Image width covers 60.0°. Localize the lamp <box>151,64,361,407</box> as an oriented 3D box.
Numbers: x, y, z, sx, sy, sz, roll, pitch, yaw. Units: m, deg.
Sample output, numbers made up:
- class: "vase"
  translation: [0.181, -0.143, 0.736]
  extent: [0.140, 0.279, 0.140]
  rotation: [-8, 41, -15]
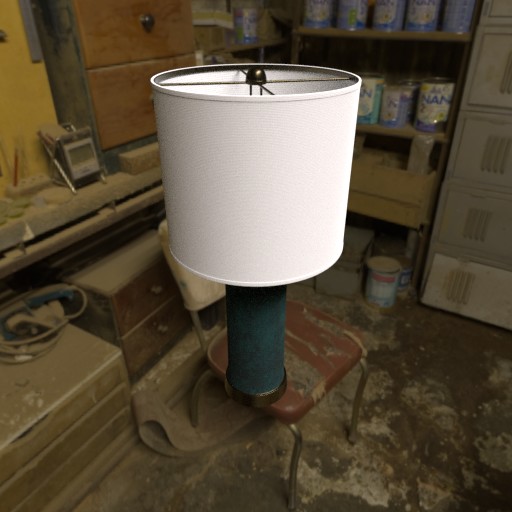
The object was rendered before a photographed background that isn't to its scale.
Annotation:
- class: "lamp"
  translation: [0.000, 0.000, 0.796]
  extent: [0.301, 0.630, 0.301]
  rotation: [18, 35, 29]
